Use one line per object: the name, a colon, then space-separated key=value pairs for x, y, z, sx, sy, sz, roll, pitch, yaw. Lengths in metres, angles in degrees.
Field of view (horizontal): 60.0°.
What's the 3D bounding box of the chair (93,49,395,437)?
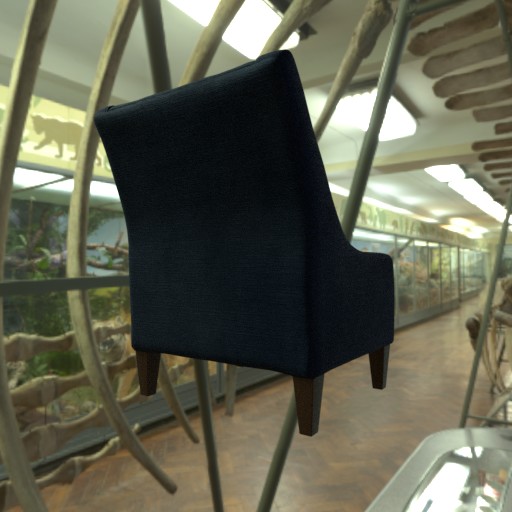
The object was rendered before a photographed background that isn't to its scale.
chair: x=0.000 y=0.000 z=1.622 sx=0.774 sy=1.014 sz=0.870 roll=-1 pitch=-2 yaw=35
